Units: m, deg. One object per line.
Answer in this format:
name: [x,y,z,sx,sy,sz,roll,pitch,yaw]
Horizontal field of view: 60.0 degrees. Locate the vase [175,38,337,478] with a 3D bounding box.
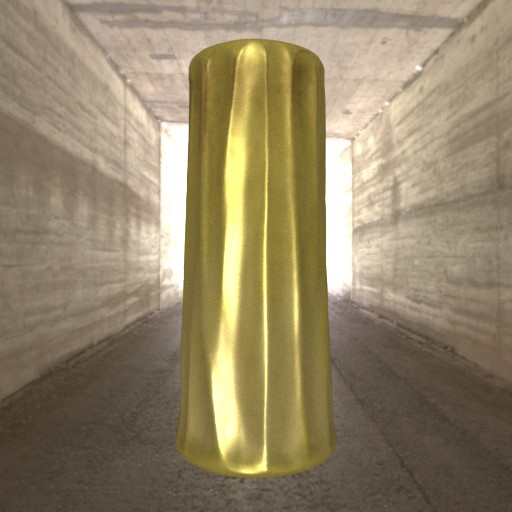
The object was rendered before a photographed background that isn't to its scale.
vase: [0.000,0.000,0.170,0.061,0.143,0.061,0,-1,0]
